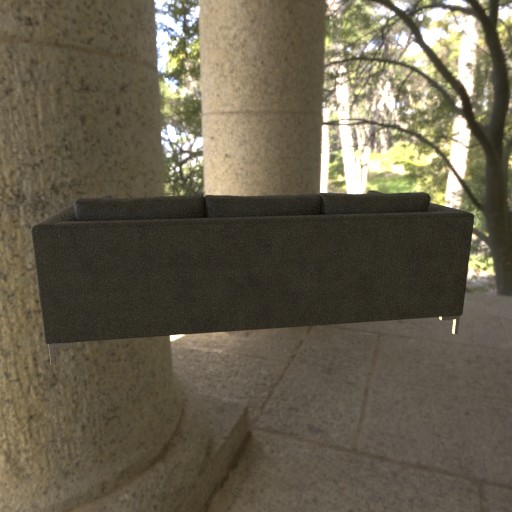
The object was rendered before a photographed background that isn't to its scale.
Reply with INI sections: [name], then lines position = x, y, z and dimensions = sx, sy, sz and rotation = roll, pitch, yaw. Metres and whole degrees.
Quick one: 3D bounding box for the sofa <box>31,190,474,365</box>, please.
[sofa]
position = 0.000, 0.000, 2.907
dimensions = 2.415, 0.867, 0.969
rotation = -2, 14, -9
